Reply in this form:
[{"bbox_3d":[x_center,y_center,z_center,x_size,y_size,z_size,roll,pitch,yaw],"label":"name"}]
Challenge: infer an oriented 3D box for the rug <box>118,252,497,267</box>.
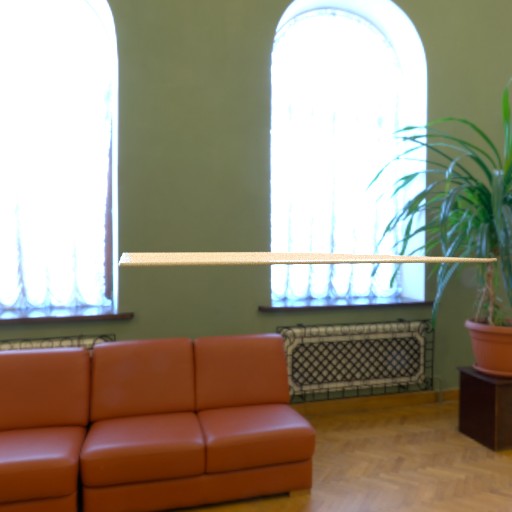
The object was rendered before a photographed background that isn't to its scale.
[{"bbox_3d":[0.000,0.000,4.711,2.734,0.037,3.659,0,1,-16],"label":"rug"}]
